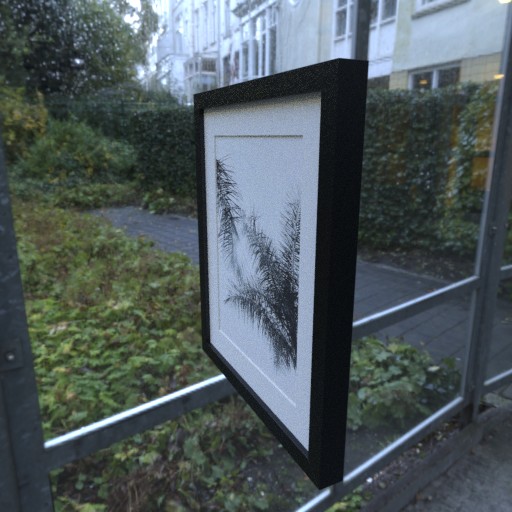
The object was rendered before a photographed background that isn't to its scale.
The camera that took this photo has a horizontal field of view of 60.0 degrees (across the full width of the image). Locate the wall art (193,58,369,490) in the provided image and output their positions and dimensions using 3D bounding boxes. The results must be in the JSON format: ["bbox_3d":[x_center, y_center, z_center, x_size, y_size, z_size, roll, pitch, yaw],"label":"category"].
[{"bbox_3d":[0.000,0.000,0.518,0.028,0.380,0.325,-7,17,-26],"label":"wall art"}]
